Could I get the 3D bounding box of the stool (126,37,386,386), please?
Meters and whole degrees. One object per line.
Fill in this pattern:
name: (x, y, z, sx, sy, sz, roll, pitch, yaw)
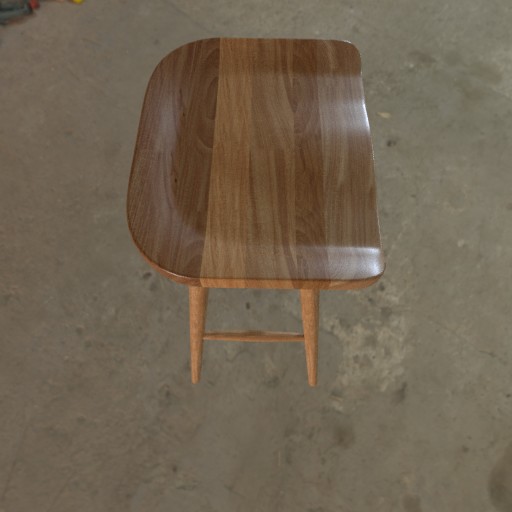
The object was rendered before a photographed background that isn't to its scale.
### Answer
stool: (0.000, 0.000, 0.906, 0.322, 0.698, 0.407, 1, 64, 1)
